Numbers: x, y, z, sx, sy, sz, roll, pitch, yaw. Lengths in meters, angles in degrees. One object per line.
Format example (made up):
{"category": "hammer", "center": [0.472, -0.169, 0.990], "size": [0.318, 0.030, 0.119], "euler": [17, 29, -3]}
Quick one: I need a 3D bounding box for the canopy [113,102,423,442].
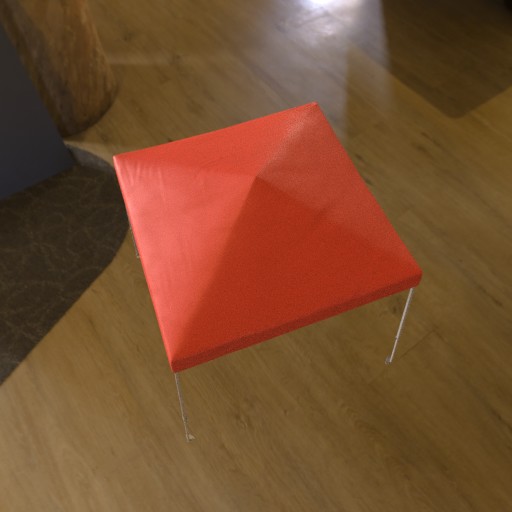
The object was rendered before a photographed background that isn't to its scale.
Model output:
{"category": "canopy", "center": [0.000, 0.000, 5.118], "size": [2.850, 2.850, 2.849], "euler": [-18, 62, -10]}
